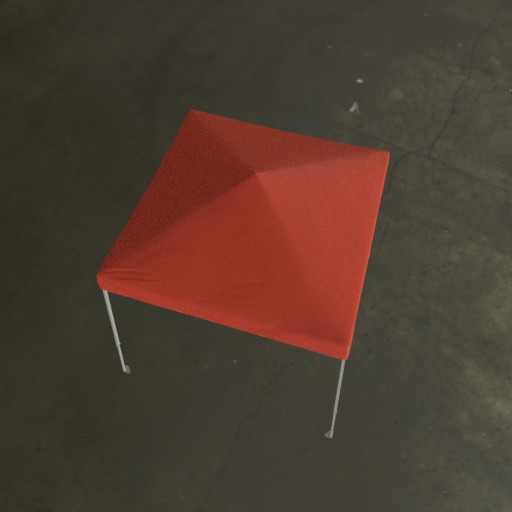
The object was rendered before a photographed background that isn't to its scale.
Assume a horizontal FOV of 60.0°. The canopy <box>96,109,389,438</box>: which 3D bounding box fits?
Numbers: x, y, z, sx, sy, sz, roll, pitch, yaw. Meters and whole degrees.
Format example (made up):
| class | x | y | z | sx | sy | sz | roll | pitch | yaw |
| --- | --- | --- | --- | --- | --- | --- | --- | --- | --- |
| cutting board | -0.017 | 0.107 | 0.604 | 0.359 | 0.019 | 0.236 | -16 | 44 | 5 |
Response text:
| class | x | y | z | sx | sy | sz | roll | pitch | yaw |
| --- | --- | --- | --- | --- | --- | --- | --- | --- | --- |
| canopy | 0.000 | 0.000 | 5.222 | 2.850 | 2.850 | 2.849 | 15 | 60 | 9 |
